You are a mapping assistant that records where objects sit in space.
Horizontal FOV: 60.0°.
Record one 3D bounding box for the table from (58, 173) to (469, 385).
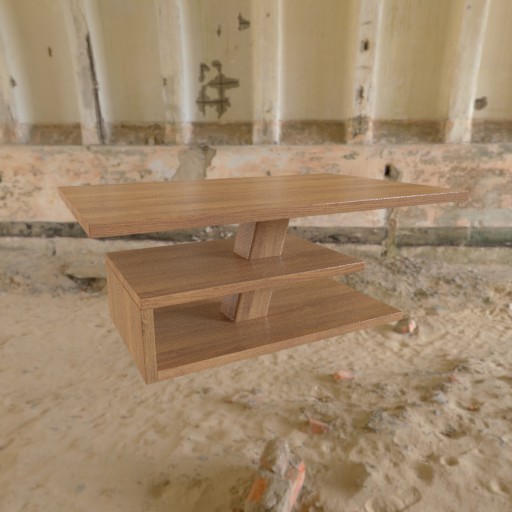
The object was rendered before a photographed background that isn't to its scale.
[{"bbox_3d":[0.000,0.000,1.460,1.100,0.442,0.700,-8,17,-27],"label":"table"}]
